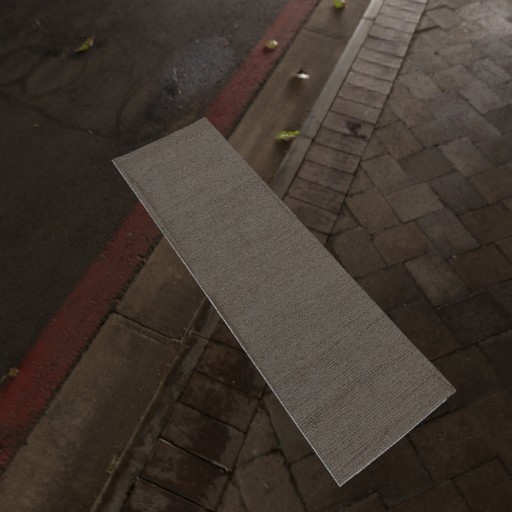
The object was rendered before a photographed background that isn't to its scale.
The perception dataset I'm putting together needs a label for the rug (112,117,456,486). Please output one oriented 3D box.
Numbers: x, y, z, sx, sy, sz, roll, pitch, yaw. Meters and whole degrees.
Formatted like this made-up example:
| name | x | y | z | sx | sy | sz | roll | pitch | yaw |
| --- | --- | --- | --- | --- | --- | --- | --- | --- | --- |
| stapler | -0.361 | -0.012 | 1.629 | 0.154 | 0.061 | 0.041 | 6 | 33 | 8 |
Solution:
| name | x | y | z | sx | sy | sz | roll | pitch | yaw |
| --- | --- | --- | --- | --- | --- | --- | --- | --- | --- |
| rug | 0.000 | 0.000 | 2.569 | 0.741 | 0.014 | 2.390 | -30 | 62 | -18 |
